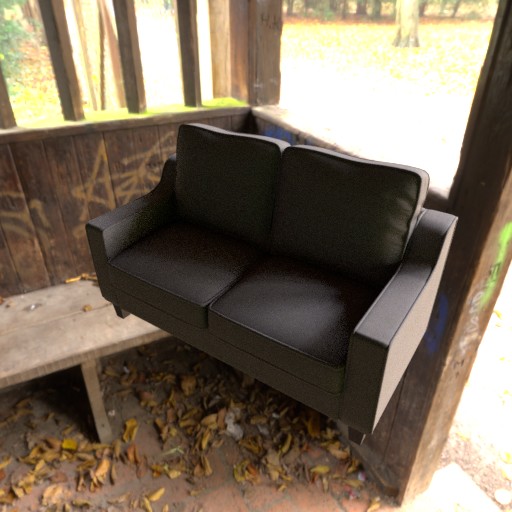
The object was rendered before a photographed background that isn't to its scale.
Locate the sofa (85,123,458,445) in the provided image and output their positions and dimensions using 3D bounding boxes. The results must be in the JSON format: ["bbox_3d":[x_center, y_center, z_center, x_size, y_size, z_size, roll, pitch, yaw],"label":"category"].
[{"bbox_3d":[0.000,0.000,2.052,1.500,0.948,0.791,20,37,28],"label":"sofa"}]
